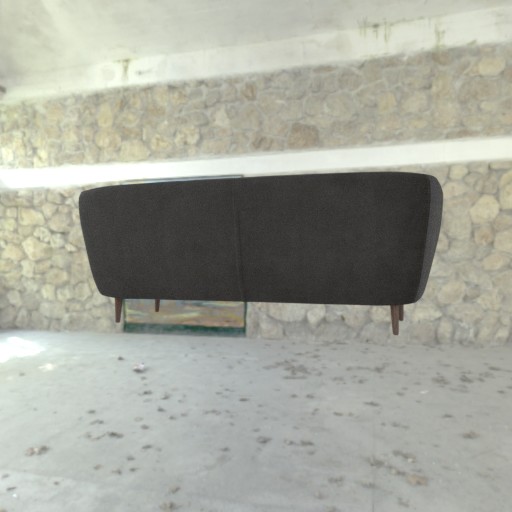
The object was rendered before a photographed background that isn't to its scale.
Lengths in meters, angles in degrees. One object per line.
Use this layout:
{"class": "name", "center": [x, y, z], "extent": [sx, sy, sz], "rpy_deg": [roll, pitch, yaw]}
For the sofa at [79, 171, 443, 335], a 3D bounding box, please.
{"class": "sofa", "center": [0.000, 0.000, 2.896], "extent": [2.296, 0.875, 0.956], "rpy_deg": [0, 0, 16]}
